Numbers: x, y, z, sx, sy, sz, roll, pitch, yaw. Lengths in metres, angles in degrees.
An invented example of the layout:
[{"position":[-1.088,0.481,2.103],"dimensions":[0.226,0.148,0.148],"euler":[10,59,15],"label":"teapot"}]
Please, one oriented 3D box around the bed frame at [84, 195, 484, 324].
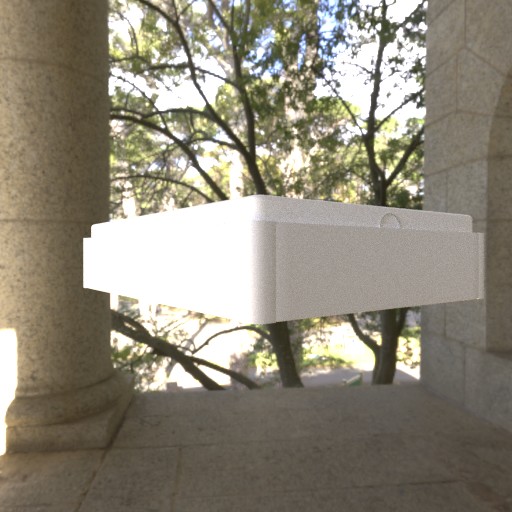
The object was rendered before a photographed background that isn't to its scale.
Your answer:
[{"position":[0.000,0.000,2.507],"dimensions":[1.400,0.406,1.900],"euler":[0,0,-36],"label":"bed frame"}]
